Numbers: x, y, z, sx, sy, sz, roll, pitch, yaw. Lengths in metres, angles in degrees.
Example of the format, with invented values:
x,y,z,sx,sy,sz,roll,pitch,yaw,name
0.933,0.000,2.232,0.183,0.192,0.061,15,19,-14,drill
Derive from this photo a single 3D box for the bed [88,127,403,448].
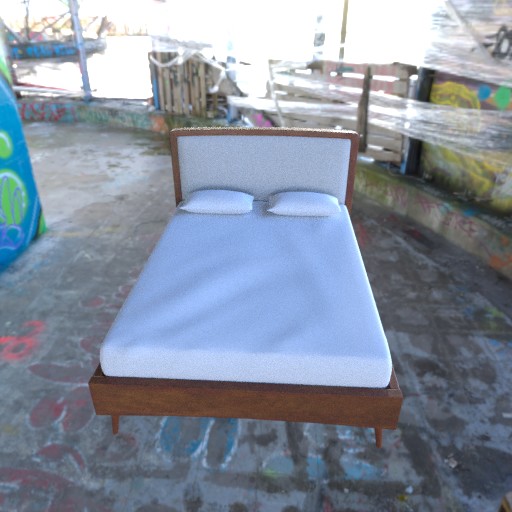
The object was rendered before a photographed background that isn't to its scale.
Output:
x,y,z,sx,sy,sz,roll,pitch,yaw,name
0.000,0.000,3.104,1.587,1.275,2.196,2,29,3,bed
